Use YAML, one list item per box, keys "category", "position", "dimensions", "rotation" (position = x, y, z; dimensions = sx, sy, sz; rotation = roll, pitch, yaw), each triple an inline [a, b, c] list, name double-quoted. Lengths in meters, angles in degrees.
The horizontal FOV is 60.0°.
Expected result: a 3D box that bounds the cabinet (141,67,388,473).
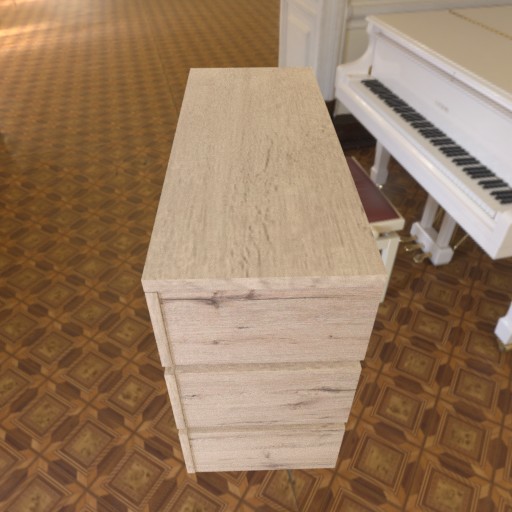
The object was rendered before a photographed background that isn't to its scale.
- category: "cabinet"
  position: [0.000, 0.000, 1.413]
  dimensions: [0.420, 0.820, 1.040]
  rotation: [-1, 41, -1]
